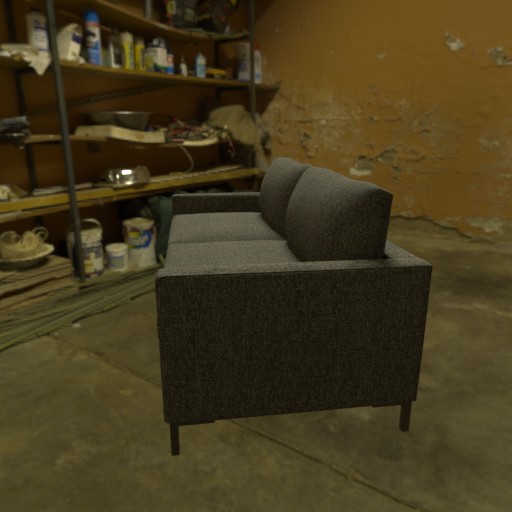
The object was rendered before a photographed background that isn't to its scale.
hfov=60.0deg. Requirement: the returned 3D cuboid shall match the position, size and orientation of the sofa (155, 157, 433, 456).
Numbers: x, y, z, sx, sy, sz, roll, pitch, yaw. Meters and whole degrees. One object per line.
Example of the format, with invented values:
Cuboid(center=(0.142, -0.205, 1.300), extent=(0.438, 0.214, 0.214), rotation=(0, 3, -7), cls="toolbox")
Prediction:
Cuboid(center=(0.000, 0.000, 2.156), extent=(0.866, 0.862, 1.716), rotation=(-2, 16, -8), cls="sofa")
